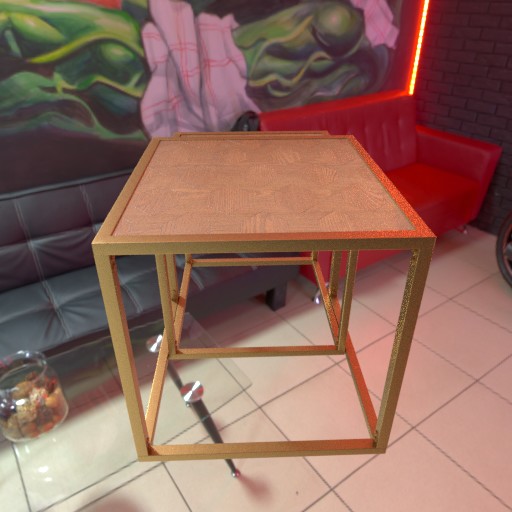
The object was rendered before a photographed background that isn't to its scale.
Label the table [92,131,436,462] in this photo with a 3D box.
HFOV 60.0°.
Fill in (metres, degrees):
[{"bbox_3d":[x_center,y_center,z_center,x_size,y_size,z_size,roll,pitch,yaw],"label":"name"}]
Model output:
[{"bbox_3d":[0.000,0.000,1.098,0.505,0.505,0.762,-1,31,-2],"label":"table"}]
